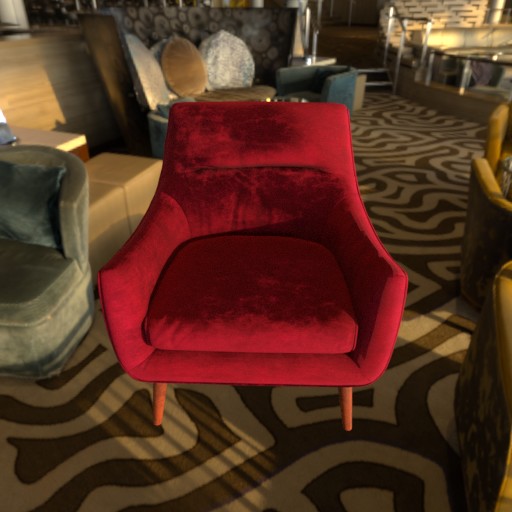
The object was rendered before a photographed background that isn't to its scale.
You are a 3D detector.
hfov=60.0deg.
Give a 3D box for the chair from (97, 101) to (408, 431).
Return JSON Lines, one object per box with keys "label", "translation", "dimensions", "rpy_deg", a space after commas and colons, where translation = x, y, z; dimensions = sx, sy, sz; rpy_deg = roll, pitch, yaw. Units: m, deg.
{"label": "chair", "translation": [0.000, 0.000, 1.446], "dimensions": [0.762, 0.838, 0.787], "rpy_deg": [1, 31, 2]}
